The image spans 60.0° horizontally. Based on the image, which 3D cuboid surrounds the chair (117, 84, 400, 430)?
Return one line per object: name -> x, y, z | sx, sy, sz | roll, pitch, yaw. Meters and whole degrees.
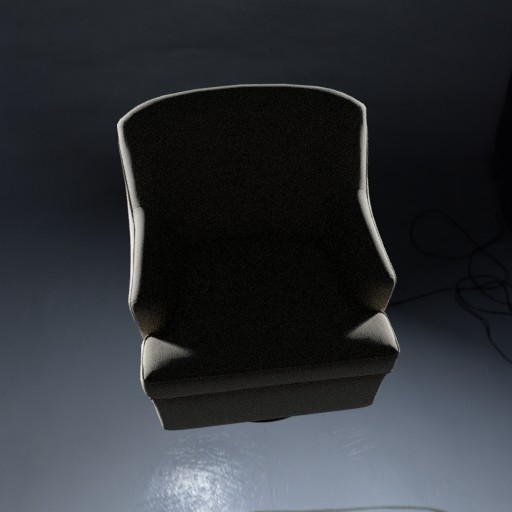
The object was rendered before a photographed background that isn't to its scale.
chair -> 0.000, 0.000, 1.579 | 0.864, 0.856, 0.923 | -5, 48, -5
